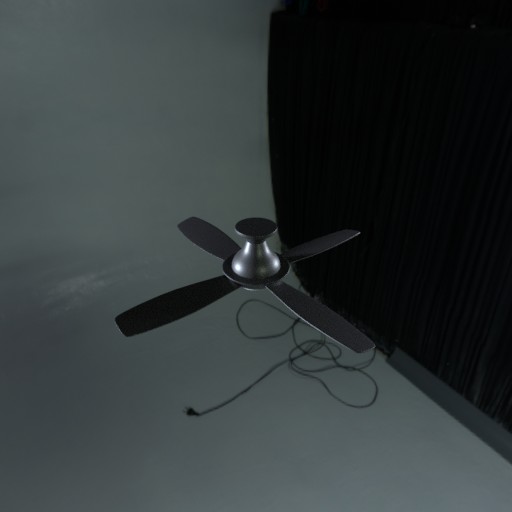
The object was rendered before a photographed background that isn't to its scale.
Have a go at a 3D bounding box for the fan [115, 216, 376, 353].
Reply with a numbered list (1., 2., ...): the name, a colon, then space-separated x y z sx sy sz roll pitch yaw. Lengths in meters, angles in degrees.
1. fan: 0.000 0.000 2.555 1.694 0.382 1.694 -21 37 -32
